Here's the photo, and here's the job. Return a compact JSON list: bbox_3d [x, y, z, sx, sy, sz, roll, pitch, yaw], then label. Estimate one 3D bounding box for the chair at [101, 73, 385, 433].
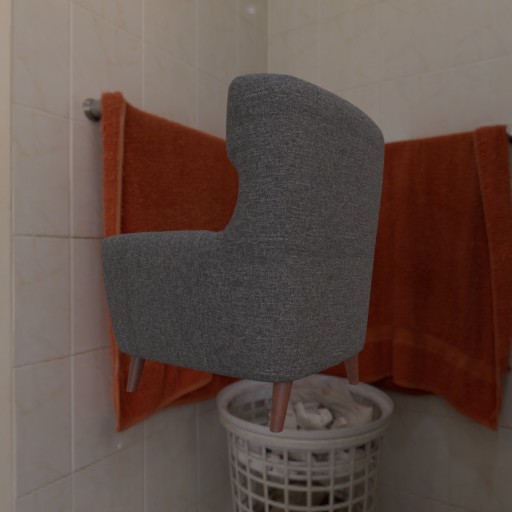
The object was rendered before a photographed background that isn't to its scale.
[{"bbox_3d":[0.000,0.000,1.765,0.904,1.063,0.878,0,0,35],"label":"chair"}]
